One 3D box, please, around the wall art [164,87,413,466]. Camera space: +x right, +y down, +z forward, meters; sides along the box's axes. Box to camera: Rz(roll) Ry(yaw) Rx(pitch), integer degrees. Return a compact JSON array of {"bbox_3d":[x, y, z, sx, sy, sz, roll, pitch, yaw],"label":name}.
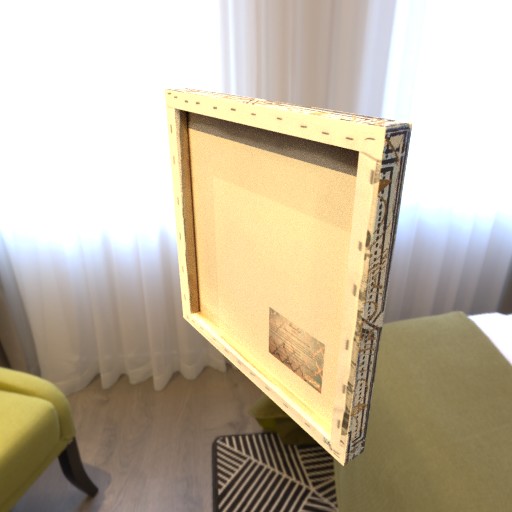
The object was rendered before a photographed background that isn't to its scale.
[{"bbox_3d":[0.000,0.000,0.617,0.038,0.410,0.411,-18,31,-33],"label":"wall art"}]
